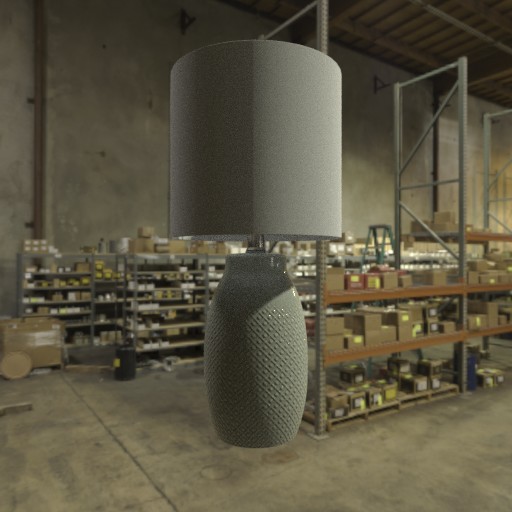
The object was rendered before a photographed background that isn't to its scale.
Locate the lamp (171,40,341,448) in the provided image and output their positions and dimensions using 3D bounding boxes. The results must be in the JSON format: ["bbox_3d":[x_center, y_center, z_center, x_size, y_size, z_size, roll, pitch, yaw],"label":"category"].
[{"bbox_3d":[0.000,0.000,0.572,0.217,0.453,0.217,0,0,-35],"label":"lamp"}]
